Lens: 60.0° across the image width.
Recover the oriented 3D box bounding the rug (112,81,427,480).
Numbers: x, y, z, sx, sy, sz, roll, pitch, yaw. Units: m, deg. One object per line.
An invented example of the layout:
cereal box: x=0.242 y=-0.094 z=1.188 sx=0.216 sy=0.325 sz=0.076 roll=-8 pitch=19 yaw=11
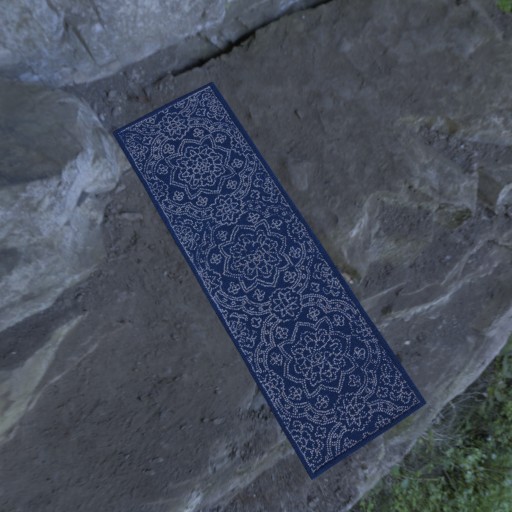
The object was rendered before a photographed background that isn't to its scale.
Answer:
rug: x=0.000 y=0.000 z=2.703 sx=0.769 sy=0.012 sz=2.448 roll=-30 pitch=76 yaw=-8
